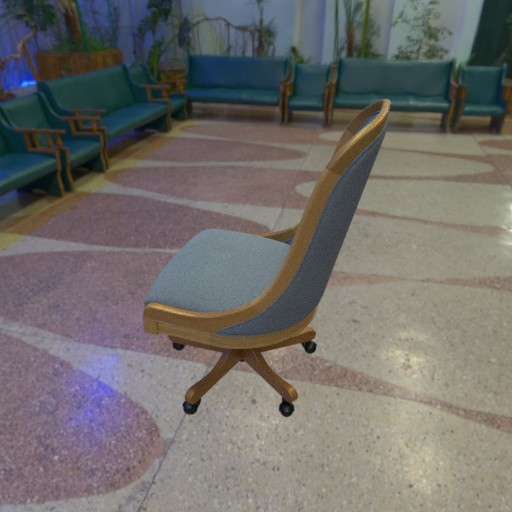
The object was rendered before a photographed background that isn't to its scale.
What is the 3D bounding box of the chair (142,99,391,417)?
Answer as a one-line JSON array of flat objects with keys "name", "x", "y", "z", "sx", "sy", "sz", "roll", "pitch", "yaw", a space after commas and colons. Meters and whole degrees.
[{"name": "chair", "x": 0.000, "y": 0.000, "z": 1.503, "sx": 0.735, "sy": 1.031, "sz": 0.605, "roll": 9, "pitch": 31, "yaw": 15}]
